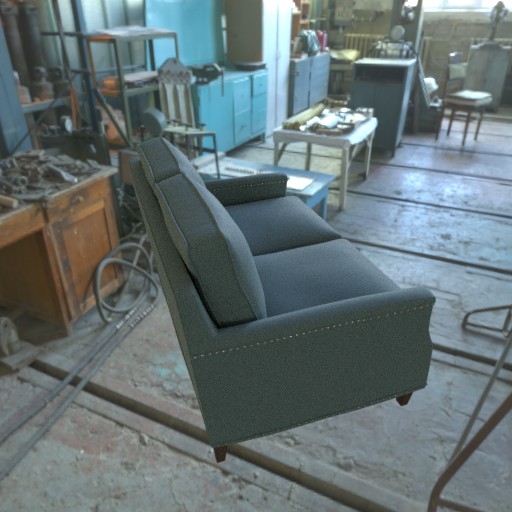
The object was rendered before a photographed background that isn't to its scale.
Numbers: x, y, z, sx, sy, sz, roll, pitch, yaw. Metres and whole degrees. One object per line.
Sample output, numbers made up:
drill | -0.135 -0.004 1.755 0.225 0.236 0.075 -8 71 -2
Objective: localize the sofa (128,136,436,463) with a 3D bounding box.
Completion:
sofa | 0.000 0.000 2.293 1.084 1.003 1.597 -10 31 -17
